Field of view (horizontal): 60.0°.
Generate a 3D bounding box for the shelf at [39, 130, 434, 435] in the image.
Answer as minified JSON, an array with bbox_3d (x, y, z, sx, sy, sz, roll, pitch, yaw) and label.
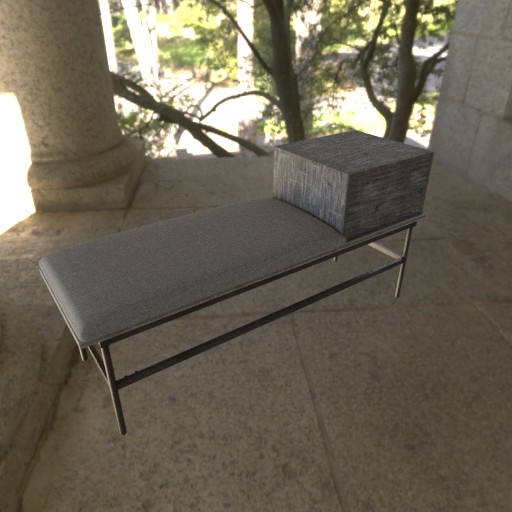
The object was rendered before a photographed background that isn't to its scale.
[{"bbox_3d":[0.000,0.000,1.594,1.342,0.633,0.457,-19,35,-30],"label":"shelf"}]
